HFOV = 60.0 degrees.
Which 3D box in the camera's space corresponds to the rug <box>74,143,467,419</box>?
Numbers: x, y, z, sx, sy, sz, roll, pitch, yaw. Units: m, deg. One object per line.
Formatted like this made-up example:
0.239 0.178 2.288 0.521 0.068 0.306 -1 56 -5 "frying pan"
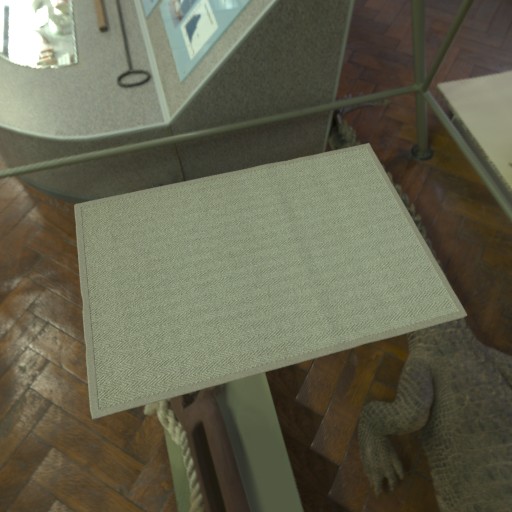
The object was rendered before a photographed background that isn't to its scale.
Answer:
0.000 0.000 2.961 2.290 0.021 1.540 -13 59 -8 "rug"
